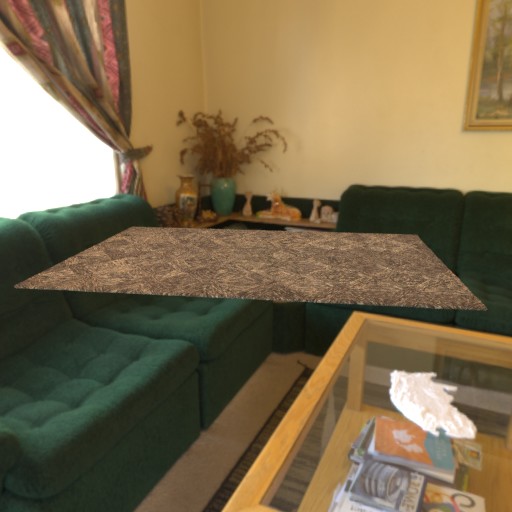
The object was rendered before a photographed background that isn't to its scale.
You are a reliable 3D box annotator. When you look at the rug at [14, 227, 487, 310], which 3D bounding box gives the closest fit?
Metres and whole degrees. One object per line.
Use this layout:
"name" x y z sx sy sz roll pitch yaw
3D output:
"rug" 0.000 0.000 2.229 1.808 0.011 1.189 2 16 7
